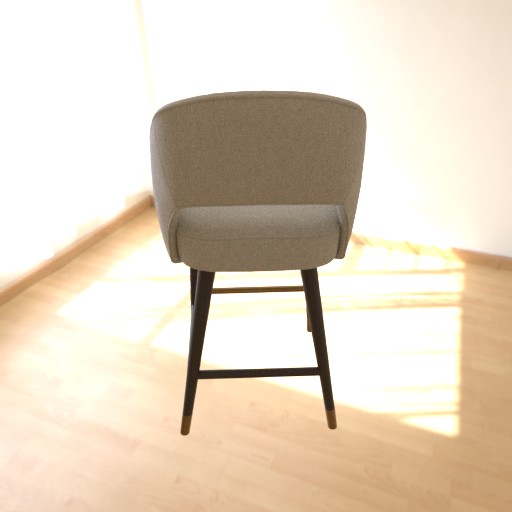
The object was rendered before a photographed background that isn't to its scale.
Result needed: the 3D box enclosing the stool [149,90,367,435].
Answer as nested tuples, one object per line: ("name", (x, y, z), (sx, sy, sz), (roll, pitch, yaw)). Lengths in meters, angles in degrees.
("stool", (0.000, 0.000, 1.207), (0.494, 0.940, 0.509), (-1, 30, -2))
